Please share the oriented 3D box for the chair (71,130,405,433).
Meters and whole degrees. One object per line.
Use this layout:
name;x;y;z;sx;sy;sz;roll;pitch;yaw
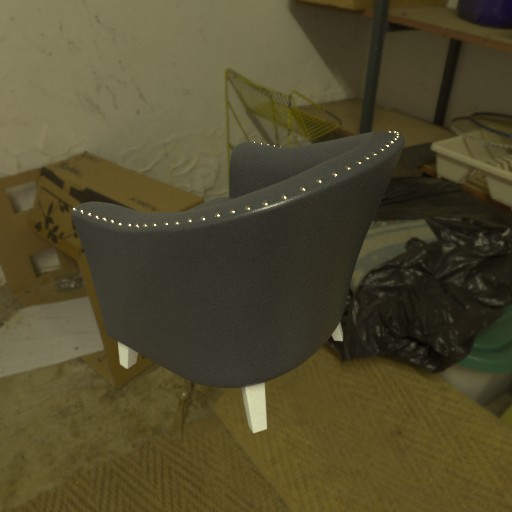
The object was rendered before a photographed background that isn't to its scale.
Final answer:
chair;0.000;0.000;1.407;0.748;0.823;0.794;21;37;31
